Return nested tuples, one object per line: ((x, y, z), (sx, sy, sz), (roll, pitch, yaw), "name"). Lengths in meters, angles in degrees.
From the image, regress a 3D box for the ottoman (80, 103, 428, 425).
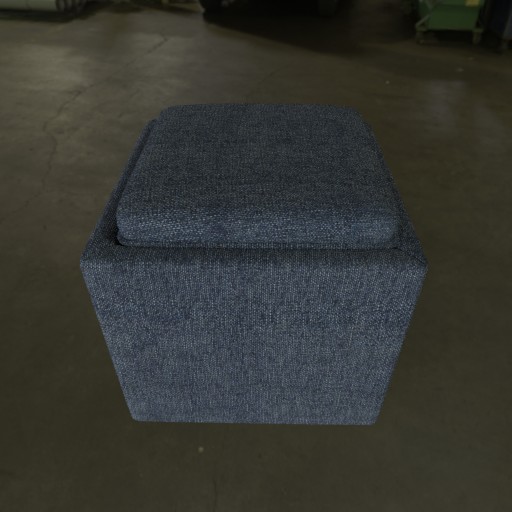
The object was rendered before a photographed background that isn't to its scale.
((0.000, 0.000, 0.835), (0.450, 0.460, 0.450), (1, 40, 1), "ottoman")
